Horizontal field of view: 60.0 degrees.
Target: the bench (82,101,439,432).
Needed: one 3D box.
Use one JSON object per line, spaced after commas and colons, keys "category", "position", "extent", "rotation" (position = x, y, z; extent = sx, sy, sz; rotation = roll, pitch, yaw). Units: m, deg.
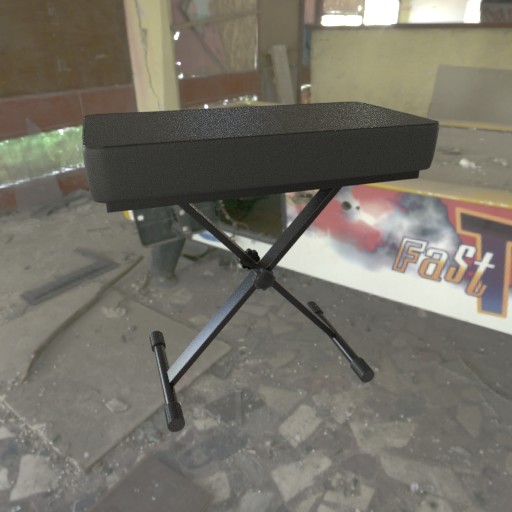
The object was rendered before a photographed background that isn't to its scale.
{"category": "bench", "position": [0.000, 0.000, 0.935], "extent": [0.600, 0.561, 0.300], "rotation": [-9, 28, -17]}
